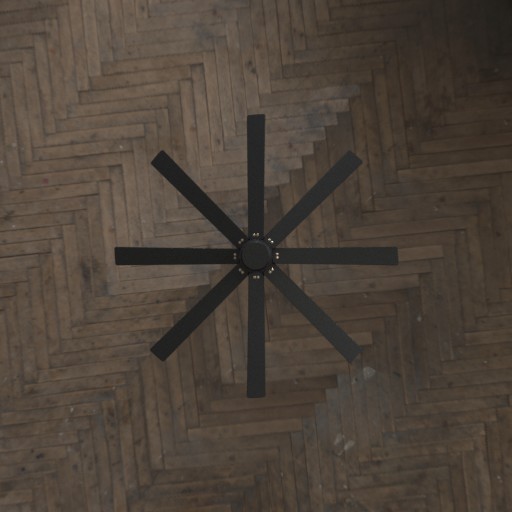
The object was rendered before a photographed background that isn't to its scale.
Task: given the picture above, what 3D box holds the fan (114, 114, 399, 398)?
[{"bbox_3d":[0.000,0.000,2.729,1.830,0.472,1.830,0,90,0],"label":"fan"}]
